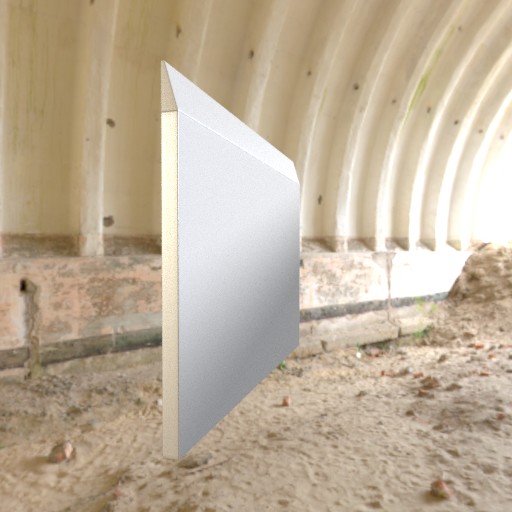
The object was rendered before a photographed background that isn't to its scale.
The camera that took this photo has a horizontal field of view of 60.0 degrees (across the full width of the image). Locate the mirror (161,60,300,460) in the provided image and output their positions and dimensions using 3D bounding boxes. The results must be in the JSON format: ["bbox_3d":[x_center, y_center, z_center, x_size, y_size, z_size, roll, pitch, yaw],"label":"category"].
[{"bbox_3d":[0.000,0.000,1.111,0.030,0.630,0.870,0,1,18],"label":"mirror"}]
